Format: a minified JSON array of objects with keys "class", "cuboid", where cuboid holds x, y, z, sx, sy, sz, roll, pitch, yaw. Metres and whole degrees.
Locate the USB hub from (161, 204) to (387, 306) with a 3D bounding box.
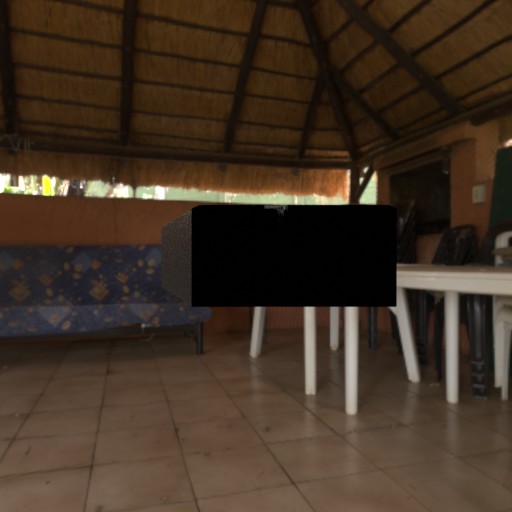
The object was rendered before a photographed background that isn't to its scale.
[{"class":"USB hub","cuboid":[0.000,0.000,0.127,0.044,0.023,0.110,0,0,-17]}]
